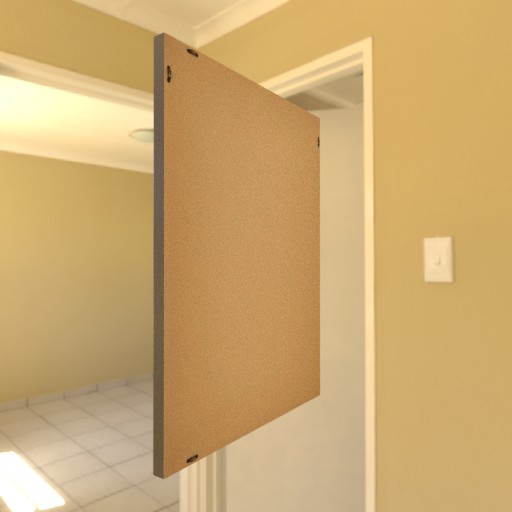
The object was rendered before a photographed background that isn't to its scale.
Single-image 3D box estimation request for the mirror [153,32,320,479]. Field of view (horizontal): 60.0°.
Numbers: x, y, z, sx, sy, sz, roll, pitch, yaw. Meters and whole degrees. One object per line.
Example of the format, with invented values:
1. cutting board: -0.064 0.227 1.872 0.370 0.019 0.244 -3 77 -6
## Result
1. mirror: 0.000 0.000 1.326 0.041 1.016 0.762 0 0 36
